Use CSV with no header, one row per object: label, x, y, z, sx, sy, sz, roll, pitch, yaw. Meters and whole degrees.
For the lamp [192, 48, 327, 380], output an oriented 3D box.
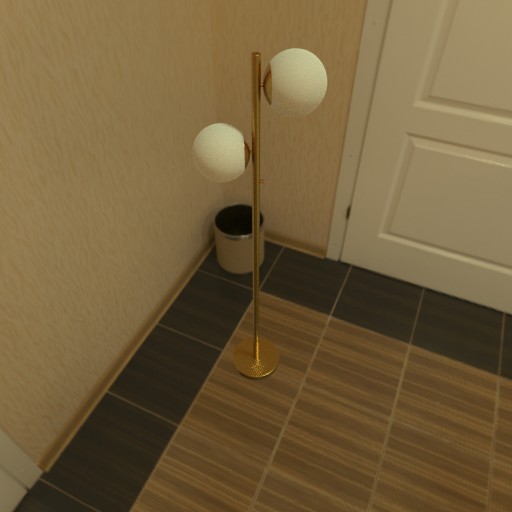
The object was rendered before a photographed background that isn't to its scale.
lamp,0.000,0.000,1.827,0.419,1.641,0.249,-3,46,-3
